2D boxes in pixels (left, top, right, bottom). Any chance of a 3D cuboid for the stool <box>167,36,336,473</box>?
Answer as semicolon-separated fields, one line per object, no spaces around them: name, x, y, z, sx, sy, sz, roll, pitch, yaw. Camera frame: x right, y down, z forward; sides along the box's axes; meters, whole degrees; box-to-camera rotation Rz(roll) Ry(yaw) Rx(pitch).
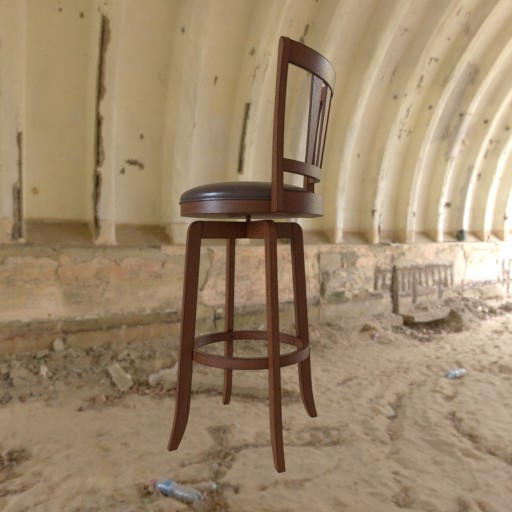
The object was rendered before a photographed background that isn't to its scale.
stool;0.000;0.000;1.449;0.503;1.177;0.464;1;3;21
